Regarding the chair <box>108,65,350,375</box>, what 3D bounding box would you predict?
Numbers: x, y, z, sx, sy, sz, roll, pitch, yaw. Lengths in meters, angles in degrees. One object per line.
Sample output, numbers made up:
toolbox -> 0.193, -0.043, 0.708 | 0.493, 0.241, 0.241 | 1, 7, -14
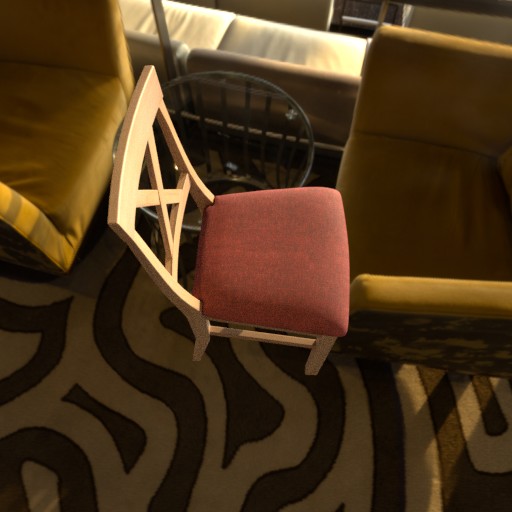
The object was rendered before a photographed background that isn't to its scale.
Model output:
chair -> 0.000, 0.000, 1.197 | 0.492, 0.912, 0.439 | 2, 63, 1
